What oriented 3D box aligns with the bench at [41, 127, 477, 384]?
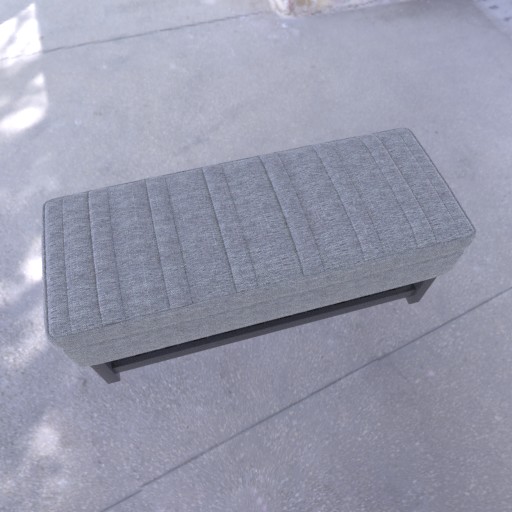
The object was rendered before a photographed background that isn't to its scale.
[{"bbox_3d":[0.000,0.000,1.322,1.100,0.470,0.429,-13,59,-8],"label":"bench"}]
